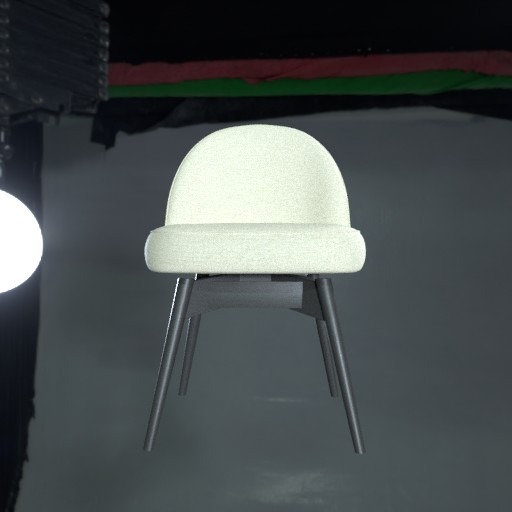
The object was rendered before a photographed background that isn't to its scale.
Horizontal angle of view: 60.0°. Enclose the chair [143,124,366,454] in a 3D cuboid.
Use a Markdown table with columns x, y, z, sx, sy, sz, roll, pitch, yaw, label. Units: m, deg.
| x | y | z | sx | sy | sz | roll | pitch | yaw | label |
| --- | --- | --- | --- | --- | --- | --- | --- | --- | --- |
| 0.000 | 0.000 | 1.169 | 0.532 | 0.838 | 0.540 | 0 | 0 | 2 | chair |
